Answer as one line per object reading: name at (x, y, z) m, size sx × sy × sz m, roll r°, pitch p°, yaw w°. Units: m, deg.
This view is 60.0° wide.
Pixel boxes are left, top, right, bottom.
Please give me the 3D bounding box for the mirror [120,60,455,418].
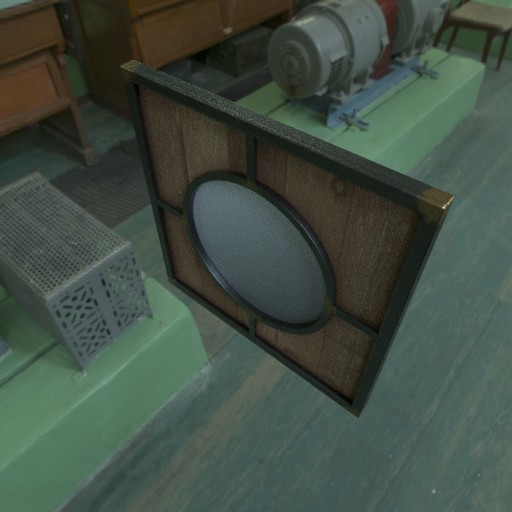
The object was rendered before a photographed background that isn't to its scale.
mirror at (0.000, 0.000, 0.558) m, size 0.382 × 0.381 × 0.020 m, roll 31°, pitch 54°, yaw 26°
